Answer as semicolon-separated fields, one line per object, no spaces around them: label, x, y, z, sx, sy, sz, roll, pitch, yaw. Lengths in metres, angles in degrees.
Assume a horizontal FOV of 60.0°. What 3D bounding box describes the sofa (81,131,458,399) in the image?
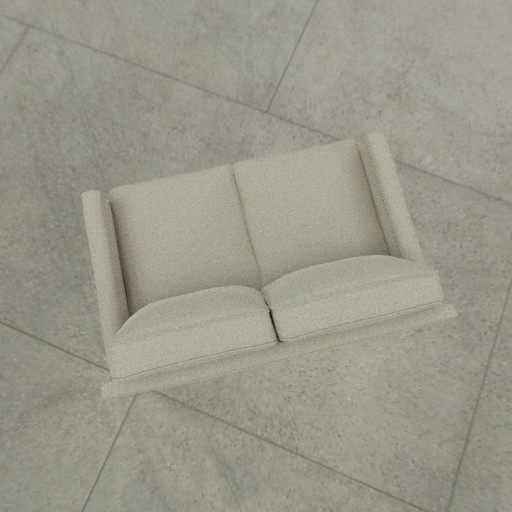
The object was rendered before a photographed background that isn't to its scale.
sofa;0.000;0.000;2.272;1.597;1.003;1.084;-12;76;-3
